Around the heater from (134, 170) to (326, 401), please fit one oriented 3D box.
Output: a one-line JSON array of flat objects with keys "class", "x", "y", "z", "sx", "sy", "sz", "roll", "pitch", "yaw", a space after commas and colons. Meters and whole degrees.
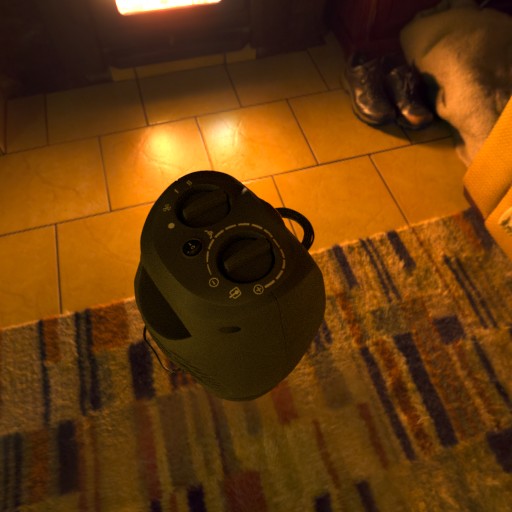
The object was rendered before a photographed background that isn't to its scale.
[{"class": "heater", "x": 0.000, "y": 0.000, "z": 0.488, "sx": 0.291, "sy": 0.255, "sz": 0.239, "roll": -32, "pitch": 64, "yaw": -18}]
